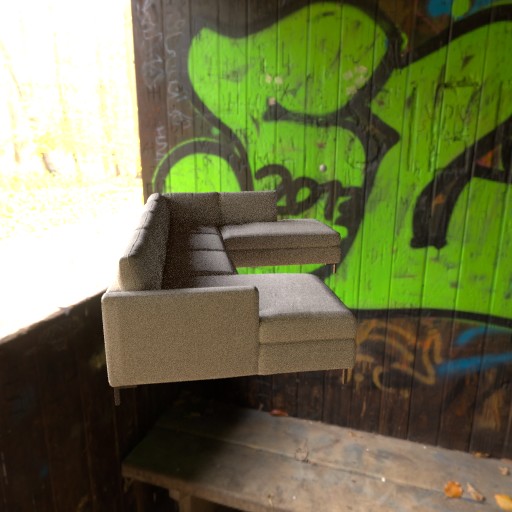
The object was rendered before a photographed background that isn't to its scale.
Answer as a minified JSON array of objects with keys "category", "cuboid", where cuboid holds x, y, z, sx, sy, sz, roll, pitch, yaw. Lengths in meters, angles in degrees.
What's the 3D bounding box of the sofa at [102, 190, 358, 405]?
[{"category":"sofa","cuboid":[0.000,0.000,3.489,1.879,0.756,2.737,-2,15,-9]}]
